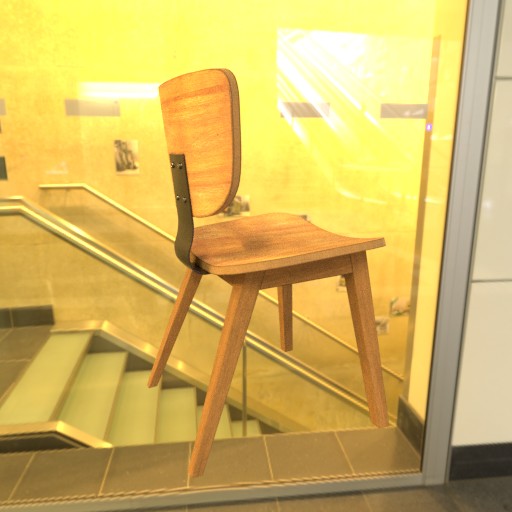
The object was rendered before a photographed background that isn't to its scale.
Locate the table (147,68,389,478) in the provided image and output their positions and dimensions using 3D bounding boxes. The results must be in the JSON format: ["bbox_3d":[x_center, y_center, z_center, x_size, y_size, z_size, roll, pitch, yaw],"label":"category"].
[{"bbox_3d":[0.000,0.000,1.113,0.500,0.805,0.499,-6,15,-25],"label":"table"}]
